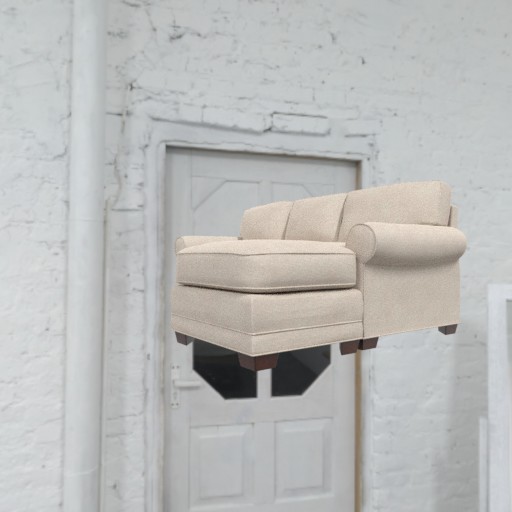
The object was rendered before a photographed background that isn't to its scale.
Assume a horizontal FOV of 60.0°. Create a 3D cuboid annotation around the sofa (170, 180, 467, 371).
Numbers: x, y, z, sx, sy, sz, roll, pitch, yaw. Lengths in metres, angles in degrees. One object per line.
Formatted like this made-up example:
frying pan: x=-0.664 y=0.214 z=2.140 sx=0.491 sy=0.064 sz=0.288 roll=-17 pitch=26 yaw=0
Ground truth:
sofa: x=0.000 y=0.000 z=2.416 sx=1.226 sy=0.734 sz=1.770 roll=0 pitch=0 yaw=-35
